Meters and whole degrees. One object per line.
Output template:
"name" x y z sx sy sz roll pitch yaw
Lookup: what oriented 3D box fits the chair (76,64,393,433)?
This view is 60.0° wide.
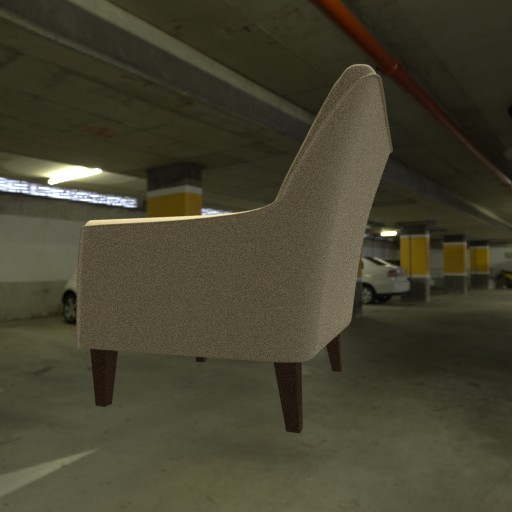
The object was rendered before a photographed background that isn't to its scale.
"chair" 0.000 0.000 1.558 0.899 0.919 0.780 -1 -2 19
